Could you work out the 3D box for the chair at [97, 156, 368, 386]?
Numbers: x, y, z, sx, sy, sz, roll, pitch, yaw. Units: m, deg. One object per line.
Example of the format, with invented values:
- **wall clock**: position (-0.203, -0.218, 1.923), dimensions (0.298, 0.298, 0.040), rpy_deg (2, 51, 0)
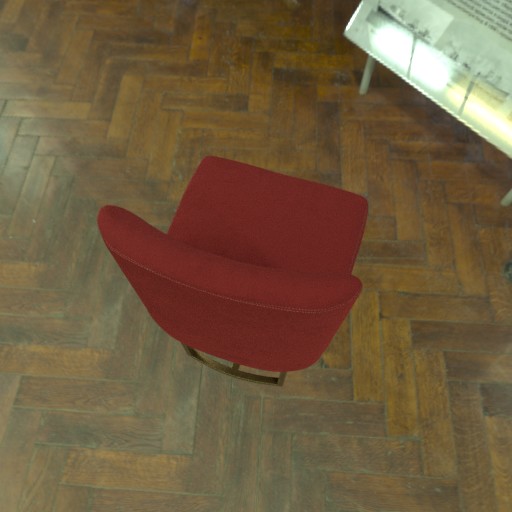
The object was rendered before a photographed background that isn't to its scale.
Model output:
- **chair**: position (0.000, 0.000, 1.207), dimensions (0.530, 0.824, 0.560), rpy_deg (16, 65, 8)
